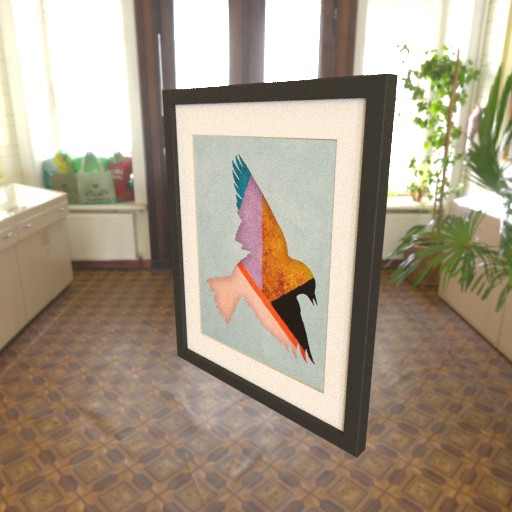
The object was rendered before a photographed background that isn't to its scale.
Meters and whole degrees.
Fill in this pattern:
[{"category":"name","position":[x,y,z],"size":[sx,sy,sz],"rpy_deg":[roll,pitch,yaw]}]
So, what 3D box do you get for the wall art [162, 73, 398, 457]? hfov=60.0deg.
[{"category":"wall art","position":[0.000,0.000,0.768],"size":[0.457,0.558,0.028],"rpy_deg":[15,23,41]}]
